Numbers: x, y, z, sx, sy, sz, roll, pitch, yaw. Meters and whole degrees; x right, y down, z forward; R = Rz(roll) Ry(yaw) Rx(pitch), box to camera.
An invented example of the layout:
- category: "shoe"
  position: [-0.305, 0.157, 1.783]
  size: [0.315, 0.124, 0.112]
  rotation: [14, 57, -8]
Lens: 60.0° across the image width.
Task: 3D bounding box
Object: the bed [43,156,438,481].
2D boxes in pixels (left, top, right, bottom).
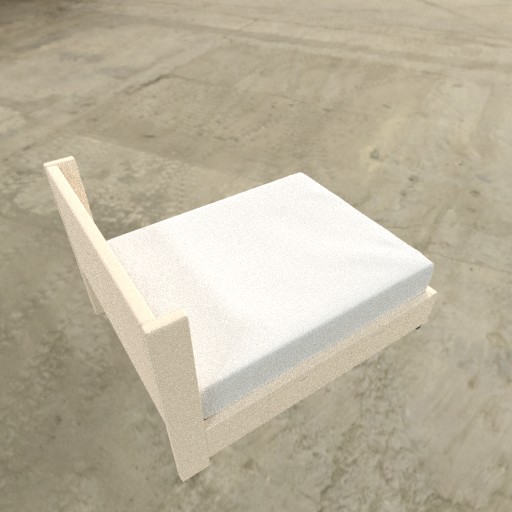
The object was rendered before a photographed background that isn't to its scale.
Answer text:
- category: "bed"
  position: [0.000, 0.000, 3.373]
  size: [2.280, 1.471, 1.765]
  rotation: [-23, 46, -25]
